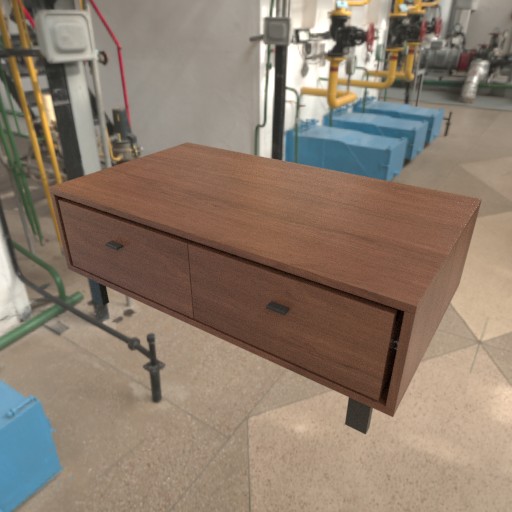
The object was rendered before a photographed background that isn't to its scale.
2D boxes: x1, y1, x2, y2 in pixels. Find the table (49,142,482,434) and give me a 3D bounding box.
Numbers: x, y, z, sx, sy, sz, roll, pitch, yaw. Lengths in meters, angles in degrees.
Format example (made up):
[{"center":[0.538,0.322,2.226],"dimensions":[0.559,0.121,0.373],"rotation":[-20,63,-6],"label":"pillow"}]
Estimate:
[{"center":[0.000,0.000,1.282],"dimensions":[1.020,0.380,0.600],"rotation":[18,34,29],"label":"table"}]
